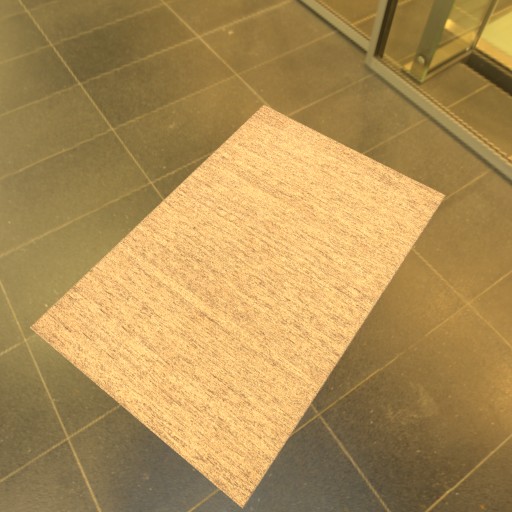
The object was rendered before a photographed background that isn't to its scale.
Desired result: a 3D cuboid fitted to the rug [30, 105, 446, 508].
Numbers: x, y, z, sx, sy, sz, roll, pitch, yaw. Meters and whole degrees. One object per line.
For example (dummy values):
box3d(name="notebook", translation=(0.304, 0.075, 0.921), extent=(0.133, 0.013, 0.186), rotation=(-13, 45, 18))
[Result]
box3d(name="rug", translation=(0.000, 0.000, 2.230), extent=(1.225, 0.013, 1.840), rotation=(32, 64, 17))
